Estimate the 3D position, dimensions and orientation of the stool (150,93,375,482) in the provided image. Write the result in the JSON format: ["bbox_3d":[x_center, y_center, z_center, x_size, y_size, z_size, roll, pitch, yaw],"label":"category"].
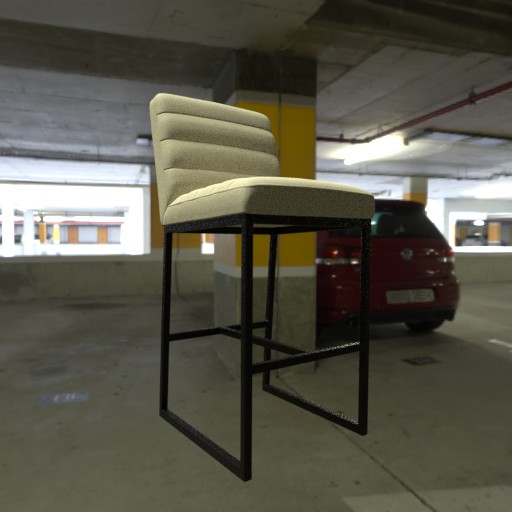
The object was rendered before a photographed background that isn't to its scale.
[{"bbox_3d":[0.000,0.000,1.356,0.460,1.040,0.560,-2,3,-36],"label":"stool"}]
